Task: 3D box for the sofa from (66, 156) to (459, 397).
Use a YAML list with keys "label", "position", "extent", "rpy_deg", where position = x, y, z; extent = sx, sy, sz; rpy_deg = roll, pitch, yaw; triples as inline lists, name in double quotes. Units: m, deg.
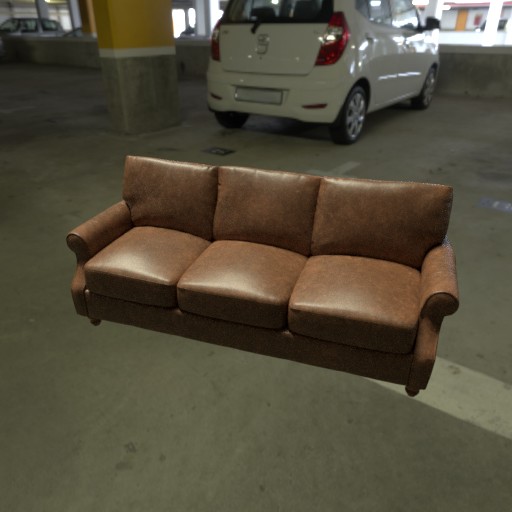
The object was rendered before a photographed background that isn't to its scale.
- label: "sofa"
  position: [0.000, 0.000, 2.825]
  extent: [2.351, 0.977, 0.973]
  rpy_deg: [9, 29, 16]
